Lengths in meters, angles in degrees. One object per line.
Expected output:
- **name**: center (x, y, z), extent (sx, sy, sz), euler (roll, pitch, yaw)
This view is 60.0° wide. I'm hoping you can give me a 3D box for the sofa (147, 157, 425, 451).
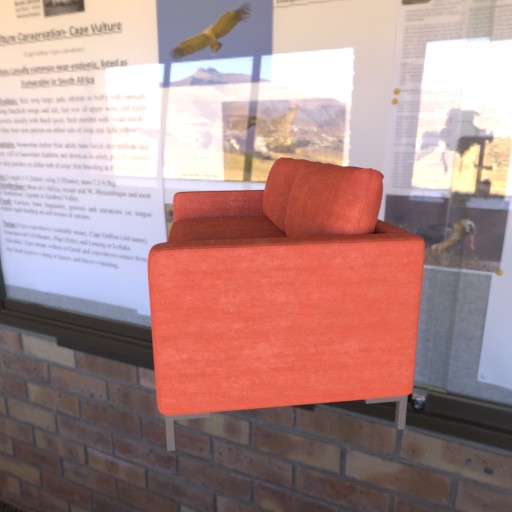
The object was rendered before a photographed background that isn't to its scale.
- **sofa**: center (0.000, 0.000, 2.089), extent (0.864, 0.896, 1.574), euler (-2, 15, -7)
